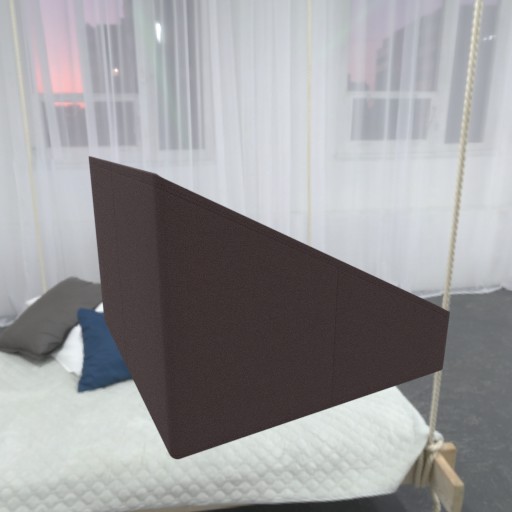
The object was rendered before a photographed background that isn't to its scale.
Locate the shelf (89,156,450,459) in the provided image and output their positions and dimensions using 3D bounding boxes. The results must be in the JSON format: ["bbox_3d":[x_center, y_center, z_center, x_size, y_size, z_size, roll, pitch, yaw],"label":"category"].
[{"bbox_3d":[0.000,0.000,0.487,0.292,0.210,0.292,-8,17,-27],"label":"shelf"}]
